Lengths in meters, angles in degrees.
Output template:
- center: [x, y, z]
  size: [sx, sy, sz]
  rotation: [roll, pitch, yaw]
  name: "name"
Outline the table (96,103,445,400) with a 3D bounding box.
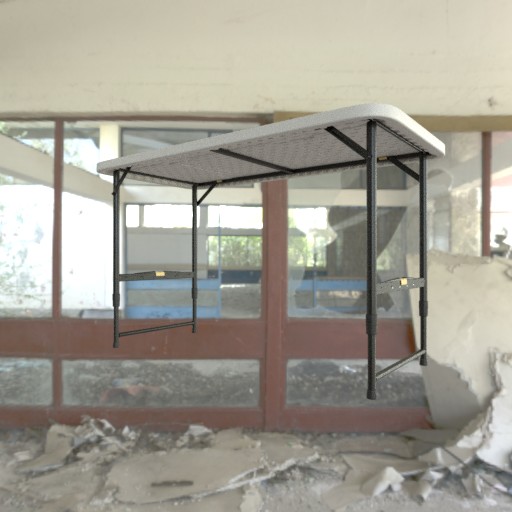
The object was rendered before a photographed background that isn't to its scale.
- center: [0.000, 0.000, 1.644]
  size: [1.219, 0.737, 0.610]
  rotation: [0, 0, 37]
  name: "table"
